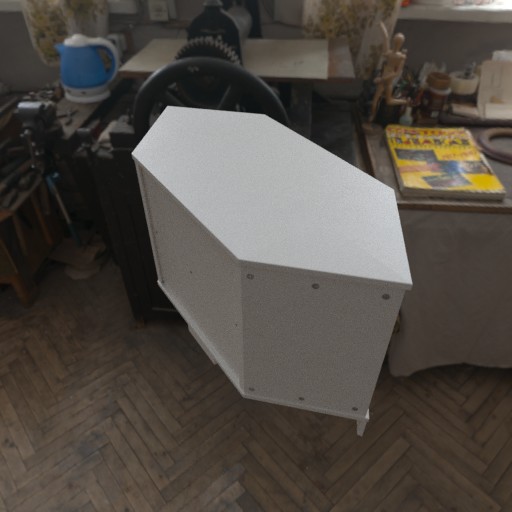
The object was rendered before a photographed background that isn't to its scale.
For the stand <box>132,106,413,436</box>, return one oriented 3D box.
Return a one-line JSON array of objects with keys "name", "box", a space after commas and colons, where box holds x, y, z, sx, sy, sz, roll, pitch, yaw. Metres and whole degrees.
[{"name": "stand", "box": [0.000, 0.000, 1.403, 0.477, 0.614, 1.072, -25, 47, -26]}]
